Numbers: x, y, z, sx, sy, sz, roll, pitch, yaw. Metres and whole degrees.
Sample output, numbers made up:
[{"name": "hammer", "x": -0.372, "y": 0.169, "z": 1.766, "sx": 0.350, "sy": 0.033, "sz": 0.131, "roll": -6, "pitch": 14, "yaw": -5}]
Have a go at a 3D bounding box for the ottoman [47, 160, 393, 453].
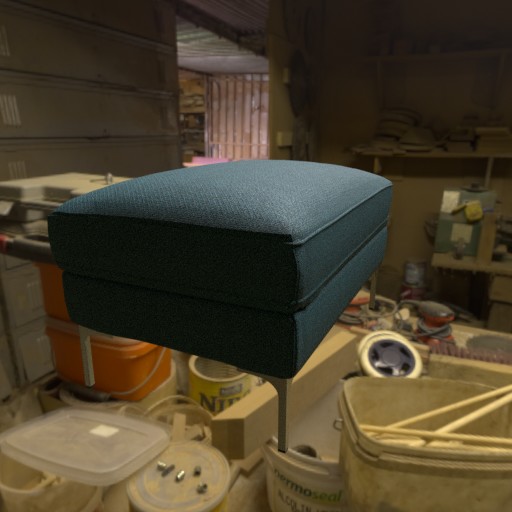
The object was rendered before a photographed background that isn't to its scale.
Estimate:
[{"name": "ottoman", "x": 0.000, "y": 0.000, "z": 1.189, "sx": 0.563, "sy": 0.498, "sz": 0.856, "roll": 8, "pitch": 18, "yaw": 25}]
